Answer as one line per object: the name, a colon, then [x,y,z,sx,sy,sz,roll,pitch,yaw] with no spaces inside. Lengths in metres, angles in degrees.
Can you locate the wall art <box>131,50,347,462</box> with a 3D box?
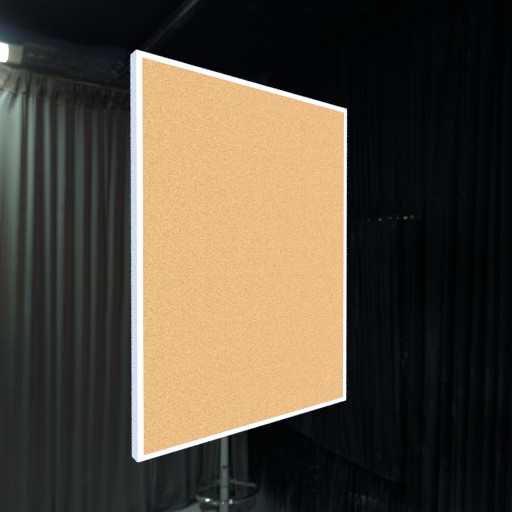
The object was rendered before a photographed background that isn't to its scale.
wall art: [0.000,0.000,1.601,0.914,1.221,0.046,-1,1,-37]
